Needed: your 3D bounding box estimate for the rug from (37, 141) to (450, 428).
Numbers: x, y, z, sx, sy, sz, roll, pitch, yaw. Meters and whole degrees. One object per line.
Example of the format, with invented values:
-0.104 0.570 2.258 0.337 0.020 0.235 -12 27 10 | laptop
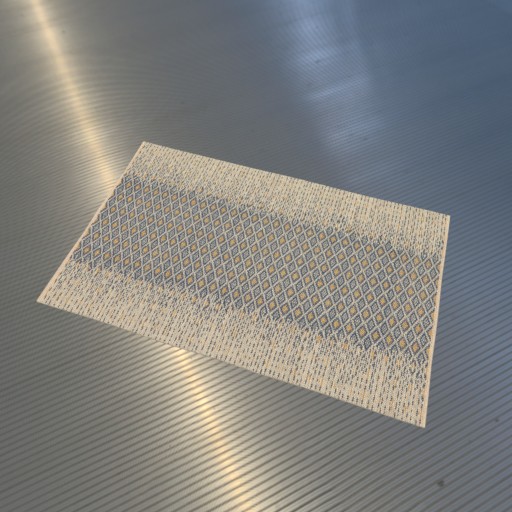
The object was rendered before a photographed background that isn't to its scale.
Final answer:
0.000 0.000 3.017 2.448 0.008 1.541 16 58 10 | rug
